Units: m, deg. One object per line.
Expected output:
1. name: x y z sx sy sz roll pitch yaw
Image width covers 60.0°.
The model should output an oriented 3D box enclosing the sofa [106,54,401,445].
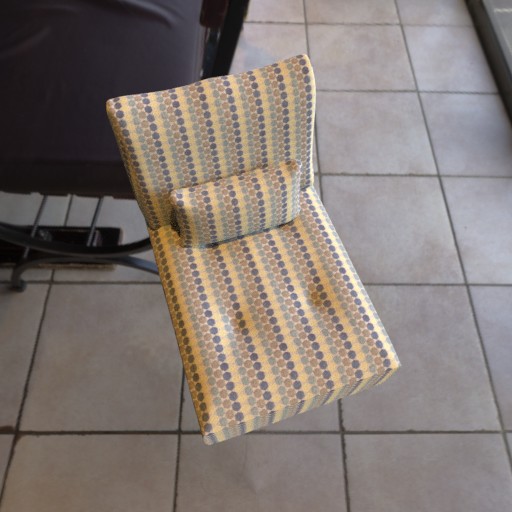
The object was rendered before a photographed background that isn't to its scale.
1. sofa: 0.000 0.000 1.551 0.700 0.820 1.000 -17 63 -9
